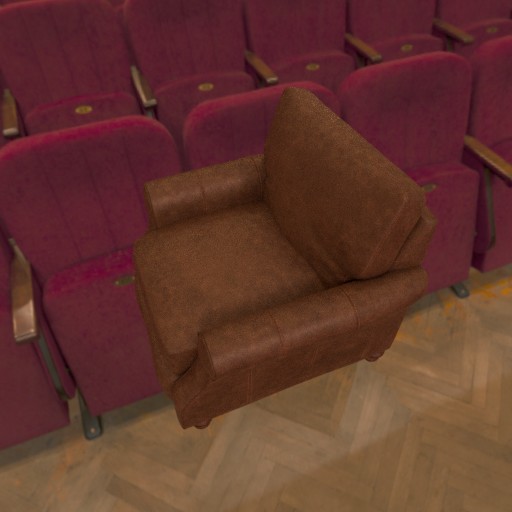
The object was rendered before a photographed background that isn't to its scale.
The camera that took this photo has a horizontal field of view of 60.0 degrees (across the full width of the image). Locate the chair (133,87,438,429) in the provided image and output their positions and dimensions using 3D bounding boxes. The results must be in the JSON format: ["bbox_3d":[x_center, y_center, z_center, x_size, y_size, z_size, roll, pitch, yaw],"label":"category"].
[{"bbox_3d":[0.000,0.000,1.784,1.002,0.976,0.996,-16,49,-15],"label":"chair"}]
